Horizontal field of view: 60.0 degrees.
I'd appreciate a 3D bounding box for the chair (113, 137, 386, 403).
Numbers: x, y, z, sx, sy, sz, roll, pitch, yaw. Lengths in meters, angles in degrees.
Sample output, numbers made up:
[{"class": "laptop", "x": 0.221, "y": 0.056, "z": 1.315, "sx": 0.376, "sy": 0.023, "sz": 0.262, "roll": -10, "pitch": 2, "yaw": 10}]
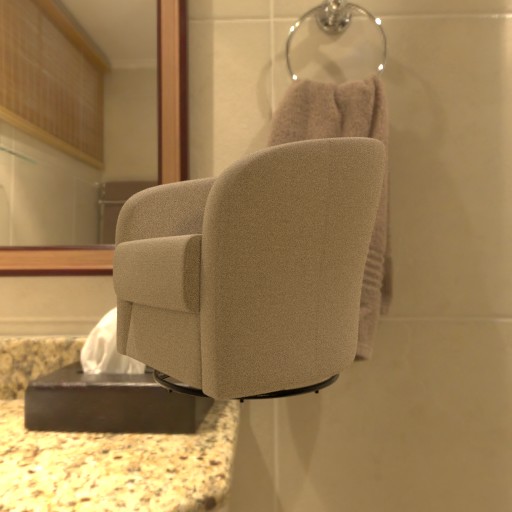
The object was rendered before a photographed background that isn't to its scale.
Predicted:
[{"class": "chair", "x": 0.000, "y": 0.000, "z": 1.472, "sx": 0.815, "sy": 0.771, "sz": 0.791, "roll": 1, "pitch": -1, "yaw": -36}]
